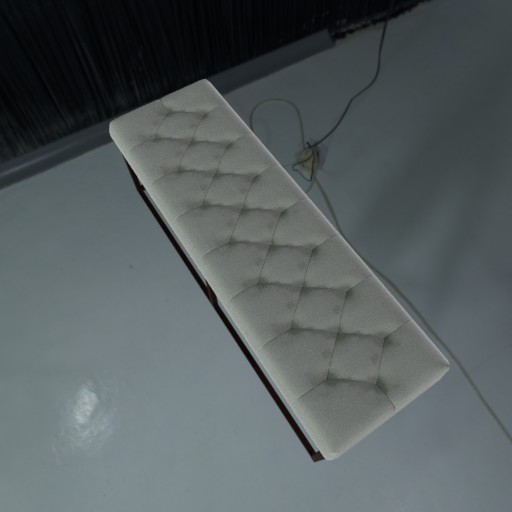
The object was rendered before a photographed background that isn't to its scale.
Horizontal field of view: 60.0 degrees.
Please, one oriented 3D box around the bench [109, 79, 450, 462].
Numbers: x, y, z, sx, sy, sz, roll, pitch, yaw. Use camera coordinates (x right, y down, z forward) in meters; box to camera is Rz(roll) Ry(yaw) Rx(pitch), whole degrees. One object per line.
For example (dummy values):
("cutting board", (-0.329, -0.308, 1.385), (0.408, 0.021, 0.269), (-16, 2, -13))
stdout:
("bench", (0.000, 0.000, 1.754), (0.479, 0.488, 1.488), (-30, 67, -14))
